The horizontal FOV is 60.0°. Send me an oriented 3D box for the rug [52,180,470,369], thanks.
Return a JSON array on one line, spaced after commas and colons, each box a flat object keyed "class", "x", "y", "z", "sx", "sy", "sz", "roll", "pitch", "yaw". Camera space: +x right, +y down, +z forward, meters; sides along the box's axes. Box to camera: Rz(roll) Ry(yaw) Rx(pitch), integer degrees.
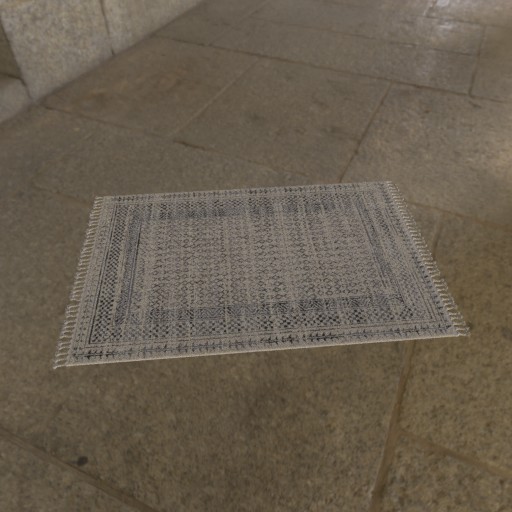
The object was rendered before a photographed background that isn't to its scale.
[{"class": "rug", "x": 0.000, "y": 0.000, "z": 3.110, "sx": 2.486, "sy": 0.013, "sz": 1.548, "roll": -4, "pitch": 47, "yaw": -3}]
